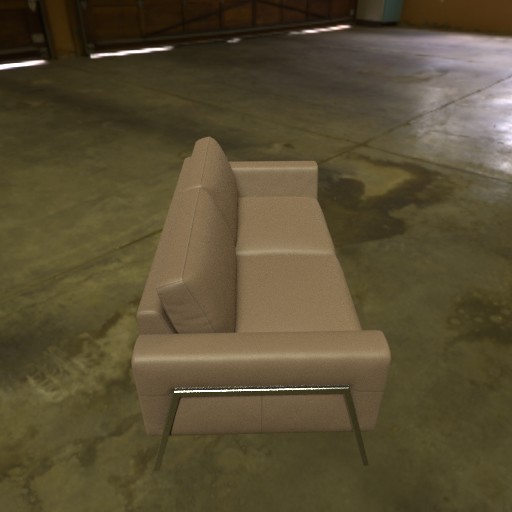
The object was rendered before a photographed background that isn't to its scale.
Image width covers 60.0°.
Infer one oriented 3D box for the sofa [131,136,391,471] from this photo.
[{"bbox_3d":[0.000,0.000,2.514,0.953,0.875,2.017,-1,32,-1],"label":"sofa"}]
